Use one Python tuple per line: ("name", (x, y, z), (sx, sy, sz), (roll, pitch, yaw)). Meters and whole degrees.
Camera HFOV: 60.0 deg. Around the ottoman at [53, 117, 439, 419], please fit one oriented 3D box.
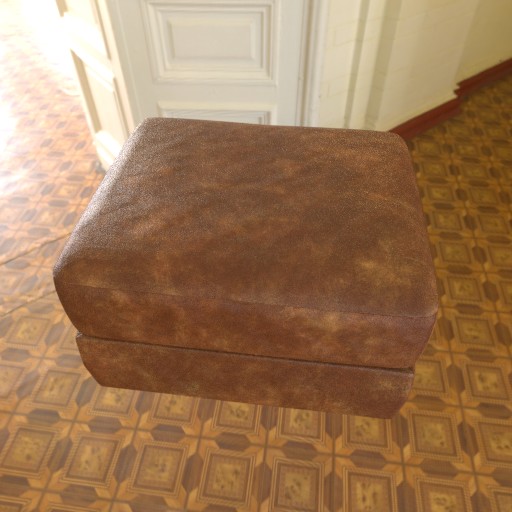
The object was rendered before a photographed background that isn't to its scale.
("ottoman", (0.000, 0.000, 1.109), (0.751, 0.476, 0.603), (5, 46, 5))
